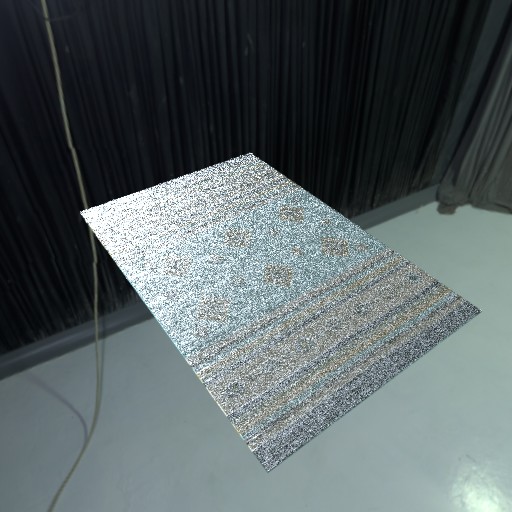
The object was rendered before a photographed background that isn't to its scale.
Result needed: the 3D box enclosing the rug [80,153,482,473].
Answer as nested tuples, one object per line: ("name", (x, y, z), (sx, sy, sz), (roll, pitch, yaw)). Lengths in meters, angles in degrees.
("rug", (0.000, 0.000, 2.288), (1.212, 0.010, 1.811), (-26, 47, -26))
